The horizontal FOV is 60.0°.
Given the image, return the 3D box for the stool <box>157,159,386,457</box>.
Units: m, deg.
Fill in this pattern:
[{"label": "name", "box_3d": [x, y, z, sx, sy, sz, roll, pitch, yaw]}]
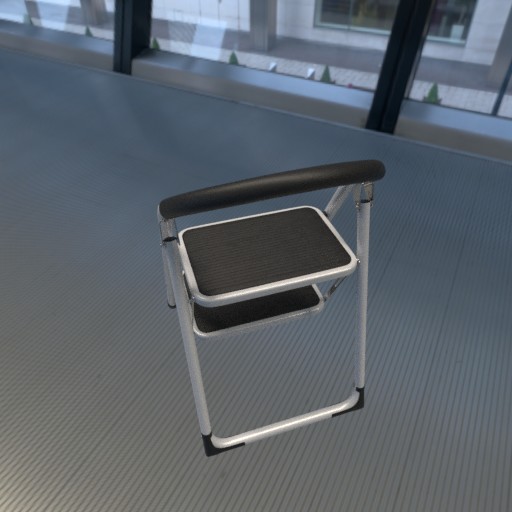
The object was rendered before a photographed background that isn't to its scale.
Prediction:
[{"label": "stool", "box_3d": [0.000, 0.000, 1.104, 0.453, 0.760, 0.559, -12, 42, -14]}]
